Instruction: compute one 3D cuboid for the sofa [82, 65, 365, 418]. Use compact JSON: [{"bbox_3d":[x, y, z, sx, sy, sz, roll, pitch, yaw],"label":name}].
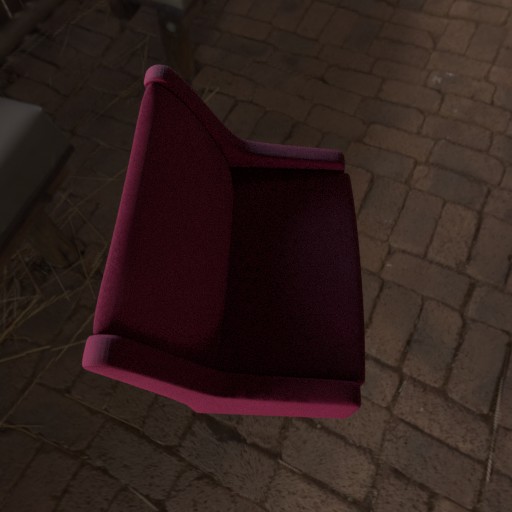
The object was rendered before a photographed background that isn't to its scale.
[{"bbox_3d":[0.000,0.000,1.931,0.946,0.976,1.242,2,62,1],"label":"sofa"}]
